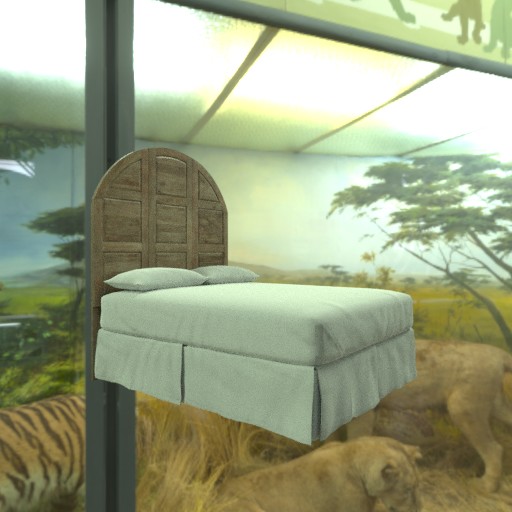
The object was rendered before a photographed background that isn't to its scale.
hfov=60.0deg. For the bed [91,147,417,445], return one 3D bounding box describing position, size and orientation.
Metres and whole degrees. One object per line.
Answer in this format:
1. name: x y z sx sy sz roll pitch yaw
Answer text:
1. bed: 0.000 0.000 3.572 2.112 2.002 1.713 0 0 37
